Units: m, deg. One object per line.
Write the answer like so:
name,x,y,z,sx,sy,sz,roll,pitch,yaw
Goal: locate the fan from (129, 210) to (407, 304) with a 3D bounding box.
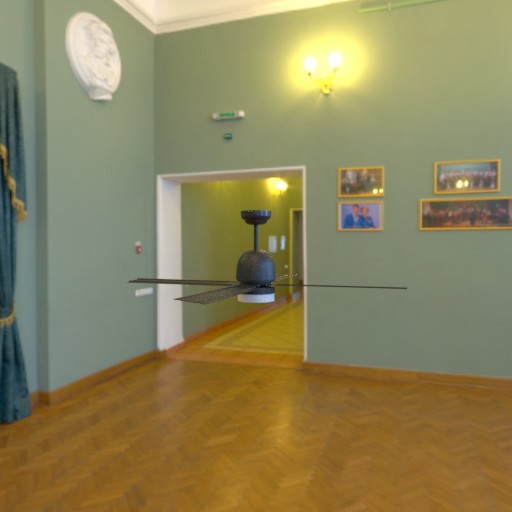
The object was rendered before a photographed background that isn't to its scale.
fan,0.000,0.000,2.036,1.319,0.410,1.319,0,2,17
